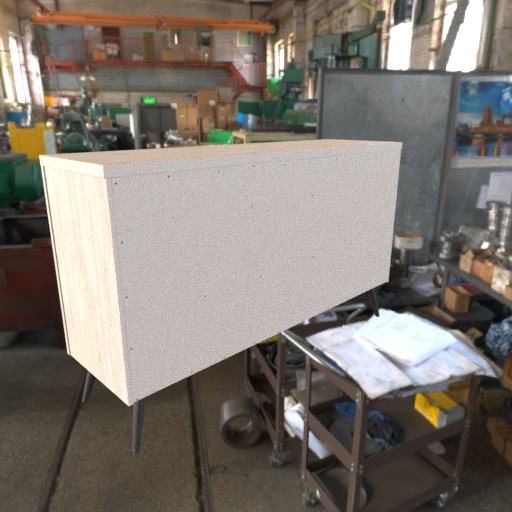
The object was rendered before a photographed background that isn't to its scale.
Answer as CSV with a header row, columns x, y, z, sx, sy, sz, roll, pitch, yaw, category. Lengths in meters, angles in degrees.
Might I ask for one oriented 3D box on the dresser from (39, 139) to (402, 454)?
x,y,z,sx,sy,sz,roll,pitch,yaw,category
0.000,0.000,1.916,1.524,0.914,0.457,-16,24,-42,dresser
